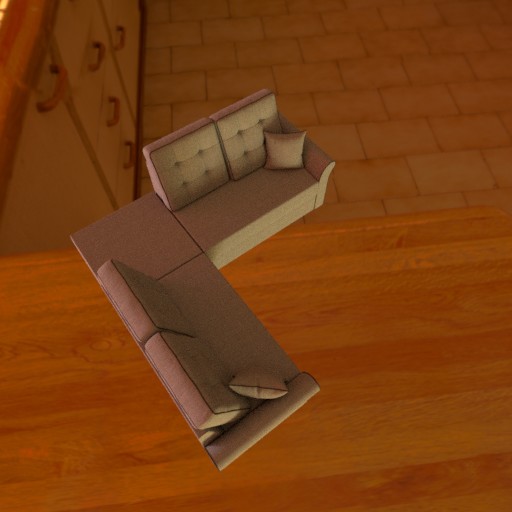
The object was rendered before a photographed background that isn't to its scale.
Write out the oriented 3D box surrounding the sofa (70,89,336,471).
[{"bbox_3d":[0.000,0.000,3.284,2.070,0.988,2.068,-33,64,-18],"label":"sofa"}]
